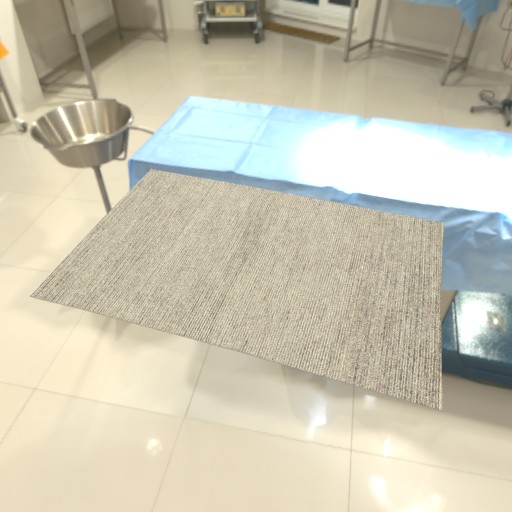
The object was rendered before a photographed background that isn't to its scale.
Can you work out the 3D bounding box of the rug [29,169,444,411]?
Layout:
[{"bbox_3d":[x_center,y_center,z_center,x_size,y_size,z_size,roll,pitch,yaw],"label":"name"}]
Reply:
[{"bbox_3d":[0.000,0.000,2.218,1.804,0.022,1.162,13,44,13],"label":"rug"}]
